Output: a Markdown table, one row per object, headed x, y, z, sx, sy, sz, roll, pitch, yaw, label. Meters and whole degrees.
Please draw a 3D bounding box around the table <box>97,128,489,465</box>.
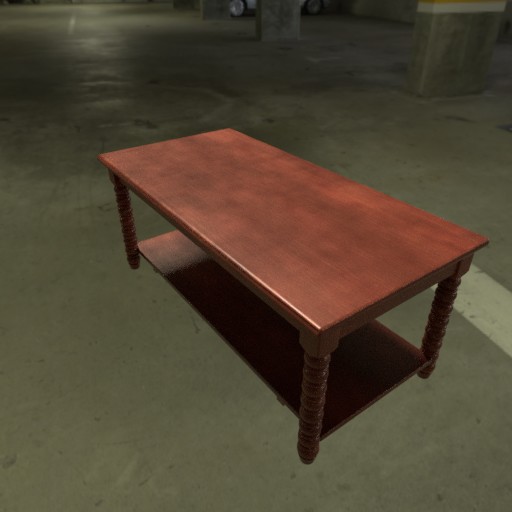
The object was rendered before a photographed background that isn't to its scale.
| x | y | z | sx | sy | sz | roll | pitch | yaw | label |
| --- | --- | --- | --- | --- | --- | --- | --- | --- | --- |
| 0.000 | 0.000 | 1.470 | 0.580 | 0.485 | 1.171 | -21 | 38 | -30 | table |
